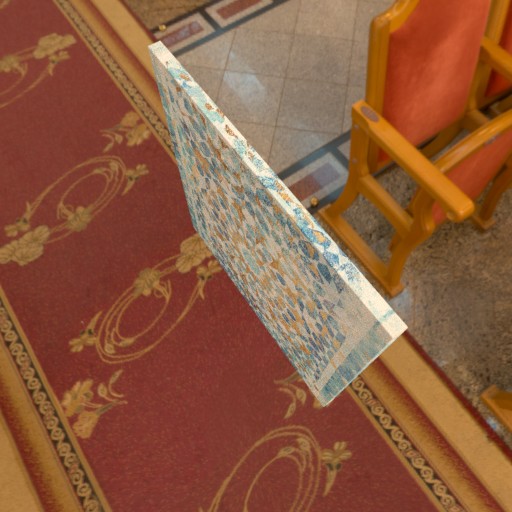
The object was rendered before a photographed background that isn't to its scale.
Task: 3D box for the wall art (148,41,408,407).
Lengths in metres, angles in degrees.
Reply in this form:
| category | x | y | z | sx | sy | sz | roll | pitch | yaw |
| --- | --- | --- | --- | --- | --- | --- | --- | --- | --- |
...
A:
| category | x | y | z | sx | sy | sz | roll | pitch | yaw |
| --- | --- | --- | --- | --- | --- | --- | --- | --- | --- |
| wall art | 0.000 | 0.000 | 1.370 | 0.040 | 0.916 | 0.916 | -32 | 68 | -14 |
